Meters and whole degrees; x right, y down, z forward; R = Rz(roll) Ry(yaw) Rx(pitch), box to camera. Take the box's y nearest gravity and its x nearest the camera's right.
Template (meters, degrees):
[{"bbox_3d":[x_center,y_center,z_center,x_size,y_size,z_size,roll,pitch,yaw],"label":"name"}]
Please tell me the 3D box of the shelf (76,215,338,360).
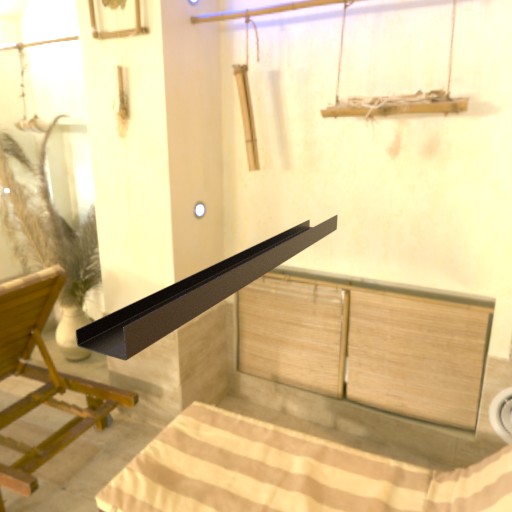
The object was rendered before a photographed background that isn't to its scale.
[{"bbox_3d":[0.000,0.000,0.992,0.092,0.049,0.924,8,17,26],"label":"shelf"}]
